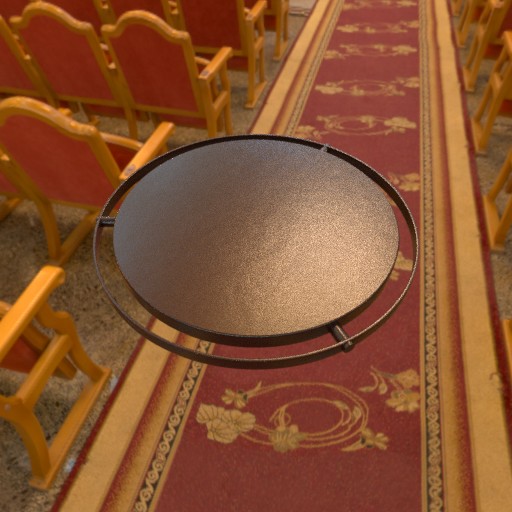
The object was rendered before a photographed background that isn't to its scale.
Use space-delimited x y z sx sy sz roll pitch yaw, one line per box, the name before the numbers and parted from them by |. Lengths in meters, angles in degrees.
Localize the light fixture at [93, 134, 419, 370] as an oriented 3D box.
light fixture | 0.000 0.000 0.548 0.361 0.130 0.361 0 47 0
